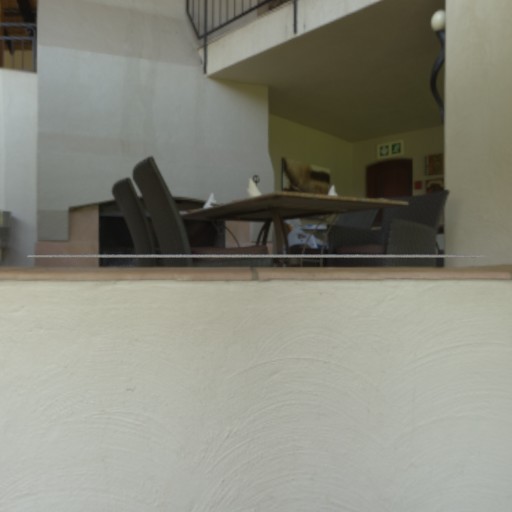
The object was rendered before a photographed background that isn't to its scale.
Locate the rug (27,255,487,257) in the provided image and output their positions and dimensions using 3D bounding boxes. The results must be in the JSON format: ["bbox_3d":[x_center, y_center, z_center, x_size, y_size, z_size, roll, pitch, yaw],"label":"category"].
[{"bbox_3d":[0.000,0.000,2.028,1.827,0.012,0.553,0,0,2],"label":"rug"}]
